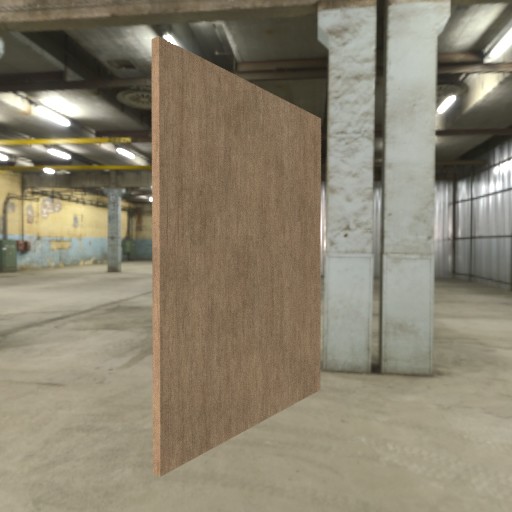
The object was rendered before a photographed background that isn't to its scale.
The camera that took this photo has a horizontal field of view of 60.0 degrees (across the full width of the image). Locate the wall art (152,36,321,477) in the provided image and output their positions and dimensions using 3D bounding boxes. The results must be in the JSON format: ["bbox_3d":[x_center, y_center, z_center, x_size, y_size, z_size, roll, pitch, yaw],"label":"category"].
[{"bbox_3d":[0.000,0.000,0.910,0.018,0.686,0.534,1,1,36],"label":"wall art"}]
